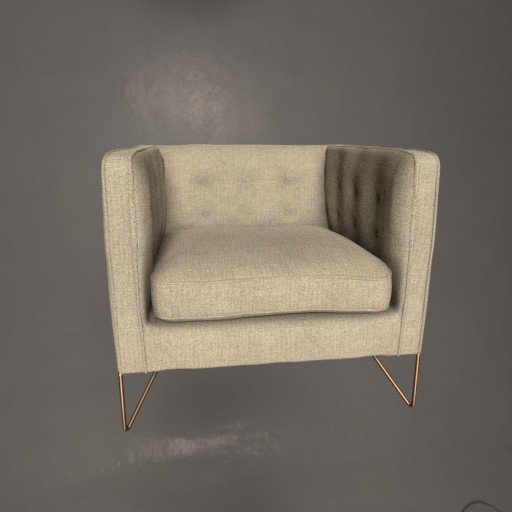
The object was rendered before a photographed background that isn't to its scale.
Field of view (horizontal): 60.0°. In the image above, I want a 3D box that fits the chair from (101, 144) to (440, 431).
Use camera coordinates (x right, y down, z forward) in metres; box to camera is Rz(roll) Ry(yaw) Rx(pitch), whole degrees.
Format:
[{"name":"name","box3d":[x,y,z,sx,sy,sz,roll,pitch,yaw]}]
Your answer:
[{"name":"chair","box3d":[0.000,0.000,1.648,0.920,0.799,0.912,-2,15,-8]}]
